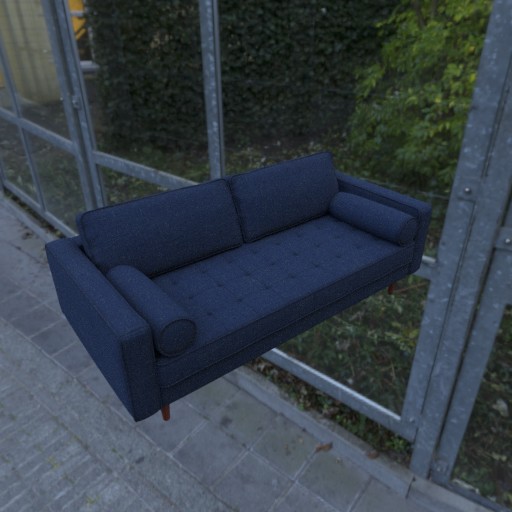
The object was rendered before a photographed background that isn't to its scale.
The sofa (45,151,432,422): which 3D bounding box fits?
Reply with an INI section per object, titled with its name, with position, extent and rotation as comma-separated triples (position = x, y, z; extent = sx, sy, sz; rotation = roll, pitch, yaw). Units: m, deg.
[sofa]
position = 0.000, 0.000, 2.392
extent = 1.880, 0.762, 0.914
rotation = -21, 36, -32
